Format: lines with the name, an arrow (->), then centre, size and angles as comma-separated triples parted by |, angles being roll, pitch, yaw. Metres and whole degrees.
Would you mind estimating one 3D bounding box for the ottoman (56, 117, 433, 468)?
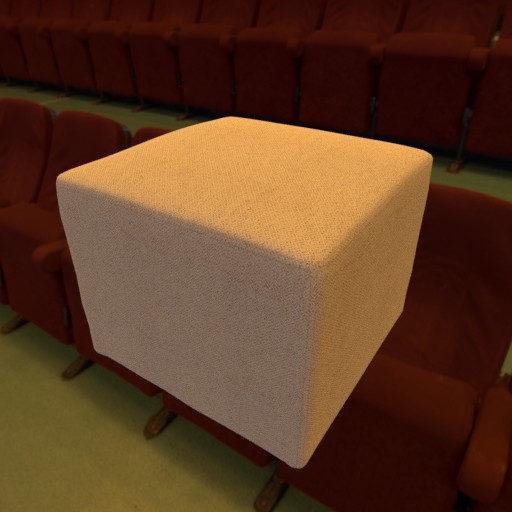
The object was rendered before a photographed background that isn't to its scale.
ottoman -> 0.000, 0.000, 0.907 | 0.521, 0.453, 0.512 | 19, 36, 29
